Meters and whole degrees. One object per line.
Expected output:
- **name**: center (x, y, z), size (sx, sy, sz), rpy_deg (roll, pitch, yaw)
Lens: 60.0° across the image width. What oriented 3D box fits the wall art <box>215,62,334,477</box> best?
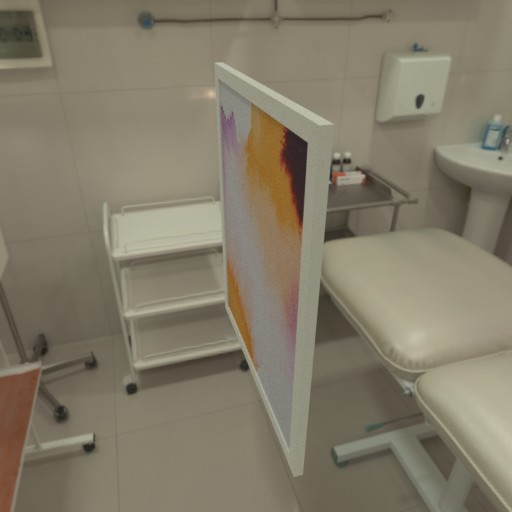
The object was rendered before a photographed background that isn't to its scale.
- **wall art**: center (0.000, 0.000, 0.623), size (0.013, 0.456, 0.382), rpy_deg (-9, 32, -15)
